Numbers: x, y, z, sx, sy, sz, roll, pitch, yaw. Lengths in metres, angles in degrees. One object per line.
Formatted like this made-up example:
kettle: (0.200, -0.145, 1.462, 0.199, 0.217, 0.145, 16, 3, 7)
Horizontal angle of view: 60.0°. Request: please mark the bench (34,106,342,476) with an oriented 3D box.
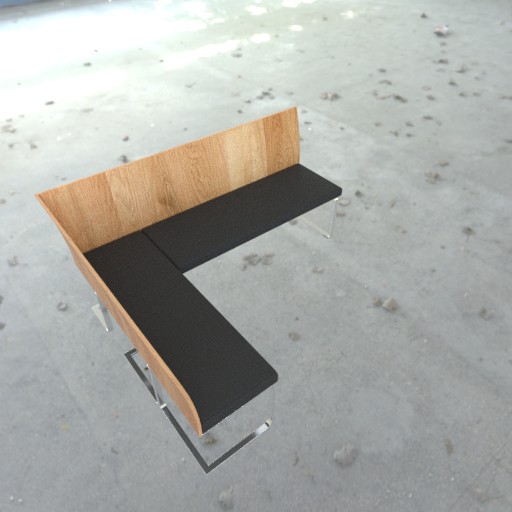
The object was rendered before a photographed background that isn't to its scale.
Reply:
bench: (0.000, 0.000, 2.766, 1.945, 0.930, 1.495, -27, 48, -28)
